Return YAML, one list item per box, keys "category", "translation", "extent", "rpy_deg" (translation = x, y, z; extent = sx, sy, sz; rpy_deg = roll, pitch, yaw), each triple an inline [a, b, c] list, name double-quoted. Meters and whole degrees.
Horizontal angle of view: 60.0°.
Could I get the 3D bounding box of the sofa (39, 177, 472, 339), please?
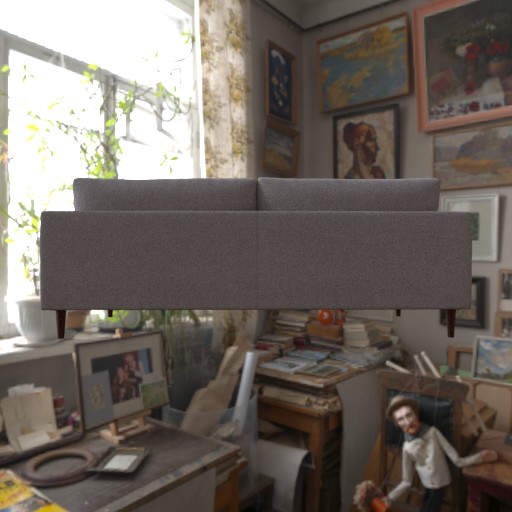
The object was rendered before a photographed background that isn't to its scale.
- category: "sofa"
  translation: [0.000, 0.000, 2.779]
  extent: [2.250, 0.868, 1.020]
  rpy_deg: [0, 0, -1]
